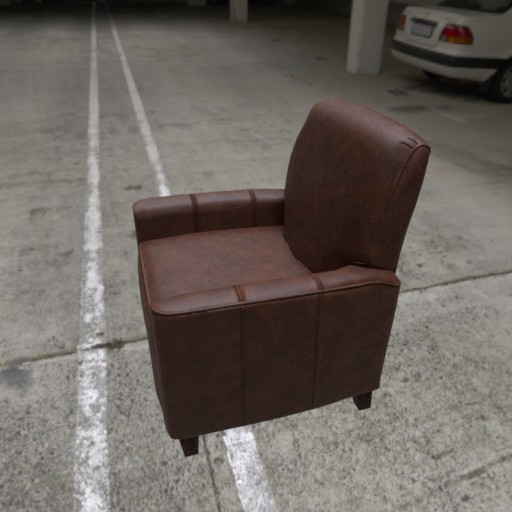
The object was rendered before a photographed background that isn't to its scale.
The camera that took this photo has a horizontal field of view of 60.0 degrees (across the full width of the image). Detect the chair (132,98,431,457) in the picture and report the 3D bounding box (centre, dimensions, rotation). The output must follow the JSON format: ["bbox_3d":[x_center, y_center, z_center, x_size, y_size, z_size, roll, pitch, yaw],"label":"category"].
[{"bbox_3d":[0.000,0.000,1.622,0.850,1.010,0.839,-9,31,-15],"label":"chair"}]
